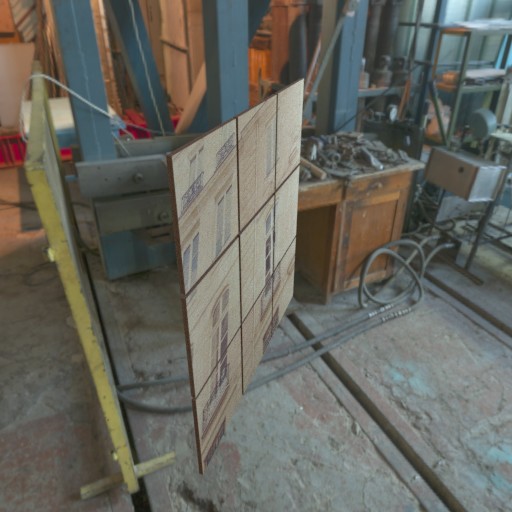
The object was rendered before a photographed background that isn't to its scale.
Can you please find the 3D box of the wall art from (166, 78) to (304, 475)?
[{"bbox_3d":[0.000,0.000,1.845,0.024,1.218,1.221,10,32,17],"label":"wall art"}]
